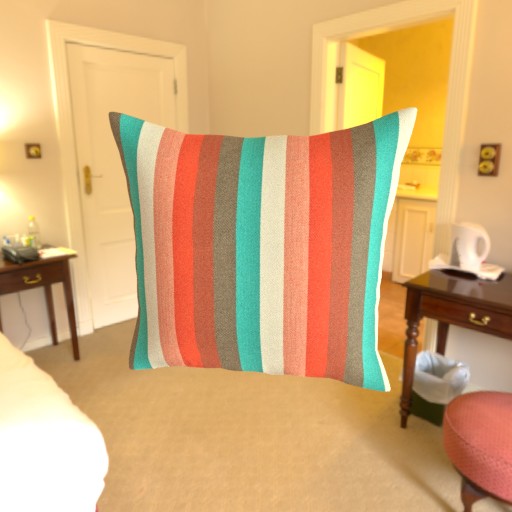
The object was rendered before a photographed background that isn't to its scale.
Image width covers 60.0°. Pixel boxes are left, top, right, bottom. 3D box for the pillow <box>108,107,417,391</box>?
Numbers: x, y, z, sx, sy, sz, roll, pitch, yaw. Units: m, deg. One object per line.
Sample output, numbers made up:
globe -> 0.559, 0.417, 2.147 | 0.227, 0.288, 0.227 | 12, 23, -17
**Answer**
pillow -> 0.000, 0.000, 0.702 | 0.453, 0.443, 0.168 | 2, 14, 8
